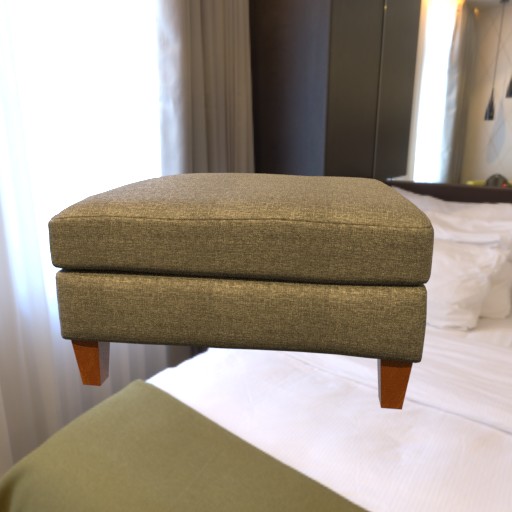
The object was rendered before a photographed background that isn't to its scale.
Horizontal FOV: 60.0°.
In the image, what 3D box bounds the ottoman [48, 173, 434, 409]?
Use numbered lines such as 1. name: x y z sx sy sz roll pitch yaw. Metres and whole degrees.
1. ottoman: 0.000 0.000 1.343 0.838 0.481 0.838 2 15 8
